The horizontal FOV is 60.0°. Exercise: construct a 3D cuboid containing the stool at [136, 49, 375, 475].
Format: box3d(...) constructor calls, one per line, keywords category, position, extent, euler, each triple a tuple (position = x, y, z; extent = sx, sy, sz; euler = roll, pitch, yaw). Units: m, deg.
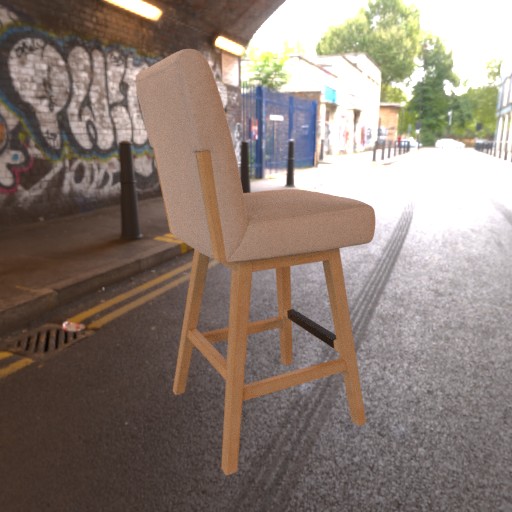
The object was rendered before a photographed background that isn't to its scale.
box3d(category="stool", position=(0.000, 0.000, 1.280), extent=(0.543, 1.015, 0.446), euler=(-8, 17, -27))
